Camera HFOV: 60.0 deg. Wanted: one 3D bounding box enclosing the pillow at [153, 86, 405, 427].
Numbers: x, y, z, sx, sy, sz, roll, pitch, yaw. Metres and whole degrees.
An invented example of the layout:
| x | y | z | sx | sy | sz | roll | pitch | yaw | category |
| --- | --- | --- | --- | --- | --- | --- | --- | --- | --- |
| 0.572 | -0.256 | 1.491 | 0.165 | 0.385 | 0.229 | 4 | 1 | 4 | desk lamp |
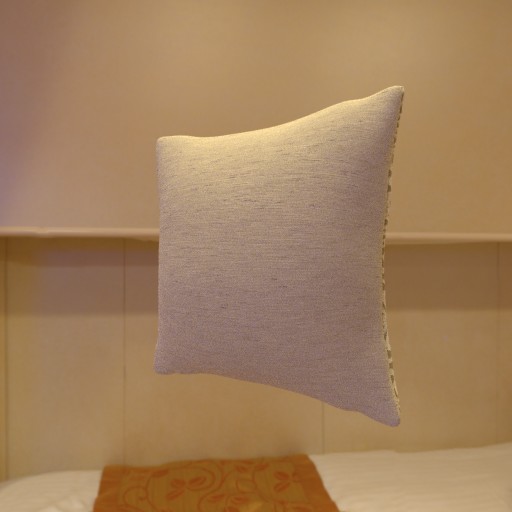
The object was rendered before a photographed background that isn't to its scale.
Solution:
| x | y | z | sx | sy | sz | roll | pitch | yaw | category |
| --- | --- | --- | --- | --- | --- | --- | --- | --- | --- |
| 0.000 | 0.000 | 0.666 | 0.438 | 0.421 | 0.167 | 1 | 1 | 35 | pillow |
